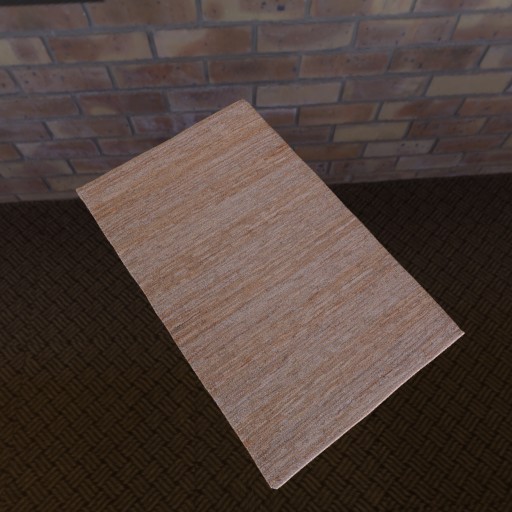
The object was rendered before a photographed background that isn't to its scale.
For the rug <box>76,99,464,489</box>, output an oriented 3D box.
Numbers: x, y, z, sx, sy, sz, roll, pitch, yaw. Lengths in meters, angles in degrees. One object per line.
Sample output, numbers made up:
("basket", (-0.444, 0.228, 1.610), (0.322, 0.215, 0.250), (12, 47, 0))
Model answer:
("rug", (0.000, 0.000, 3.051), (1.529, 0.009, 2.446), (-33, 70, -14))
